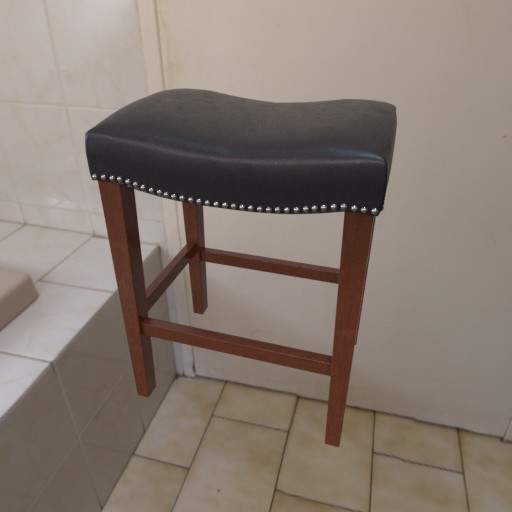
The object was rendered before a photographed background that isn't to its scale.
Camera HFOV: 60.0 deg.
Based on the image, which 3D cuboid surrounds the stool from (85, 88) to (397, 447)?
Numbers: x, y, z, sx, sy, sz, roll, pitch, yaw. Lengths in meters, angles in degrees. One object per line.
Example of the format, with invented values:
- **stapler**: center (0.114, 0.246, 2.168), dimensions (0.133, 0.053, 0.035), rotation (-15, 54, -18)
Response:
- **stool**: center (0.000, 0.000, 0.975), dimensions (0.504, 0.654, 0.372), rotation (9, 32, 15)
